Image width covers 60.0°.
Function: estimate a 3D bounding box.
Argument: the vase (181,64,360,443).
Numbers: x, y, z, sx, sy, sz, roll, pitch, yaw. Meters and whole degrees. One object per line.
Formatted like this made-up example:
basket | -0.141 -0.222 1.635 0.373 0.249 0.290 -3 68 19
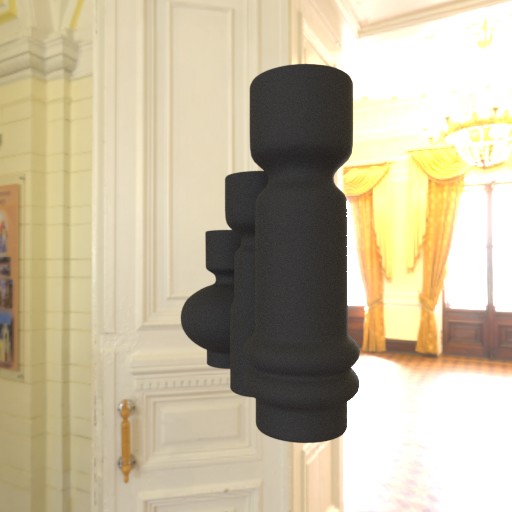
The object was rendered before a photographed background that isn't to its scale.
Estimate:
vase | 0.000 0.000 0.430 0.120 0.249 0.307 0 -1 -17
